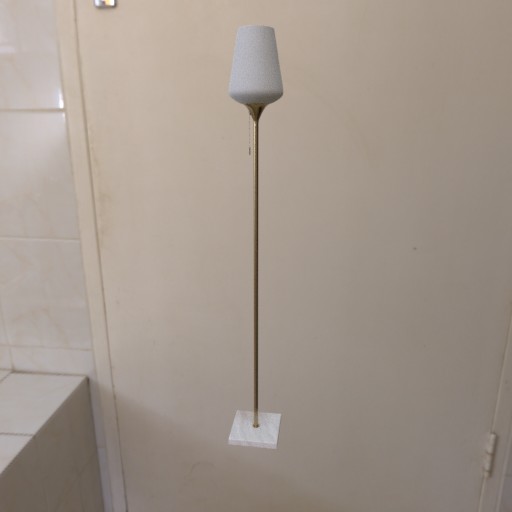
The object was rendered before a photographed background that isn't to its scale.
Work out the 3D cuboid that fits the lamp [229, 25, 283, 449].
[{"bbox_3d":[0.000,0.000,1.953,0.232,1.813,0.229,2,16,8],"label":"lamp"}]
